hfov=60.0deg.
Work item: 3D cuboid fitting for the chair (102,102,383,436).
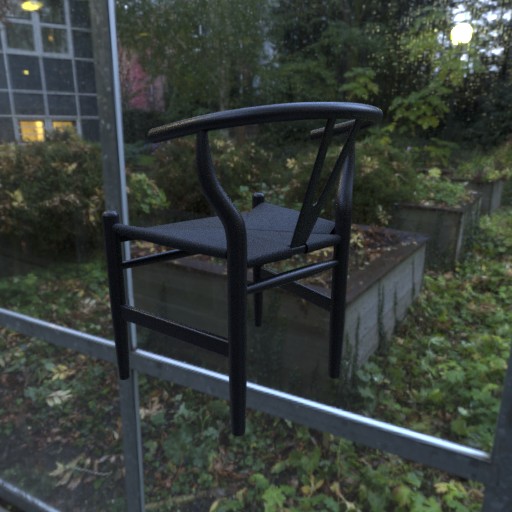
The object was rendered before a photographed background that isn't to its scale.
[{"bbox_3d":[0.000,0.000,1.154,0.569,0.730,0.579,-14,21,-41],"label":"chair"}]
